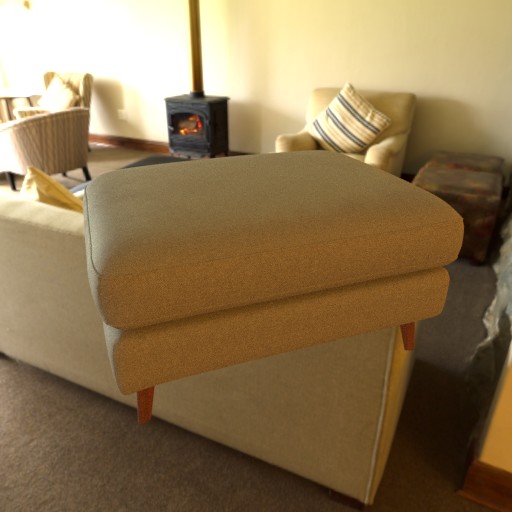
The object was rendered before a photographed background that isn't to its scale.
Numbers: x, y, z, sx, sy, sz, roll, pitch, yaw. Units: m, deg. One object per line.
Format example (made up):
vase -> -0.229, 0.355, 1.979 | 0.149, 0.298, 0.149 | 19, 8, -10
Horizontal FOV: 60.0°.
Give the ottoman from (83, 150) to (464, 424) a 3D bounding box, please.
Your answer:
ottoman -> 0.000, 0.000, 1.163 | 0.811, 0.449, 0.608 | -10, 28, -18
